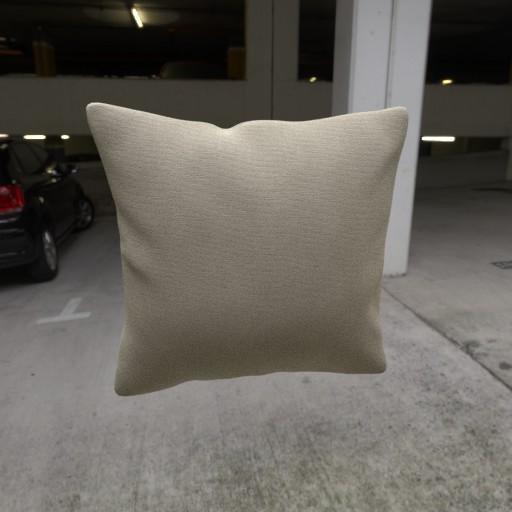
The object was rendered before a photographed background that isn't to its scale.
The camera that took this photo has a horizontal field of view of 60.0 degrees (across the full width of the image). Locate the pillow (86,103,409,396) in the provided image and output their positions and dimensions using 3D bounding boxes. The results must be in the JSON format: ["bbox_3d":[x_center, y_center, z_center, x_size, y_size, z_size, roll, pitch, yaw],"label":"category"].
[{"bbox_3d":[0.000,0.000,0.647,0.437,0.420,0.162,-2,16,-9],"label":"pillow"}]
